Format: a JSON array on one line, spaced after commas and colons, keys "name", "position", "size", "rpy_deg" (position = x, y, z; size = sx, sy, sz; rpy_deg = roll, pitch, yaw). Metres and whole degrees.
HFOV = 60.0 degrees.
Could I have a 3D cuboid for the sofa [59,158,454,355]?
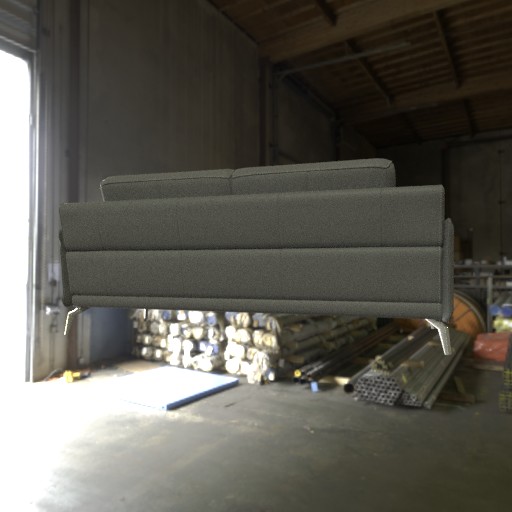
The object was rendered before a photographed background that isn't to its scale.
[{"name": "sofa", "position": [0.000, 0.000, 2.626], "size": [2.100, 0.900, 0.969], "rpy_deg": [0, -1, 17]}]
